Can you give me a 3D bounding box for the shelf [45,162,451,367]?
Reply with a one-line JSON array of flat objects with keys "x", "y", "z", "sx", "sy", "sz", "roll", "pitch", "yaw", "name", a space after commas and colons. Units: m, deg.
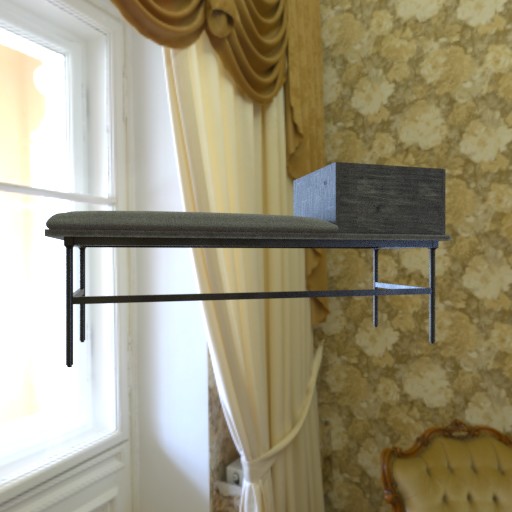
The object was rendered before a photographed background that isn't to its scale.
[{"x": 0.000, "y": 0.000, "z": 1.618, "sx": 1.342, "sy": 0.633, "sz": 0.457, "roll": 0, "pitch": 0, "yaw": -16, "name": "shelf"}]
